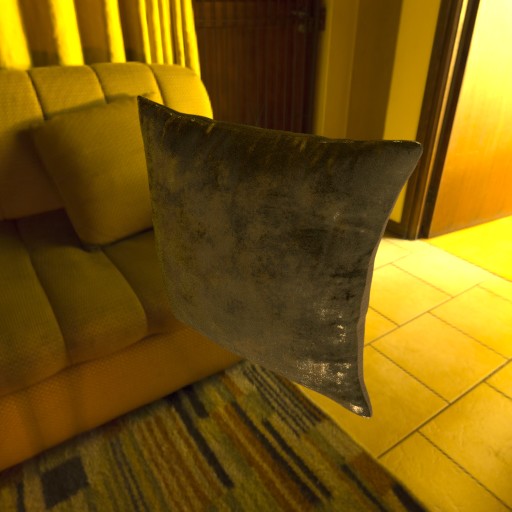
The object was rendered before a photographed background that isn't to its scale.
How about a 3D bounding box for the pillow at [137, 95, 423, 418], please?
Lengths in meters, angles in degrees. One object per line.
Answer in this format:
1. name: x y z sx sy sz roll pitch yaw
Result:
1. pillow: 0.000 0.000 0.734 0.470 0.464 0.175 20 35 30
